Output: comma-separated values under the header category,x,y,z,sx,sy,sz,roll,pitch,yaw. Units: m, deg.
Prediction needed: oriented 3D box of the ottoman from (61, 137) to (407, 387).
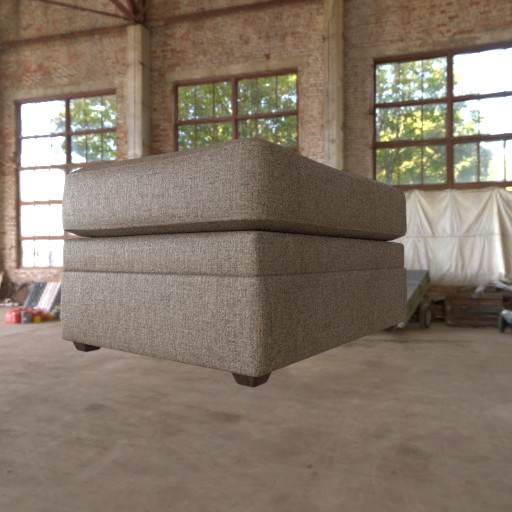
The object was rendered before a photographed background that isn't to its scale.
category,x,y,z,sx,sy,sz,roll,pitch,yaw
ottoman,0.000,0.000,1.275,0.637,0.478,0.885,0,0,36
